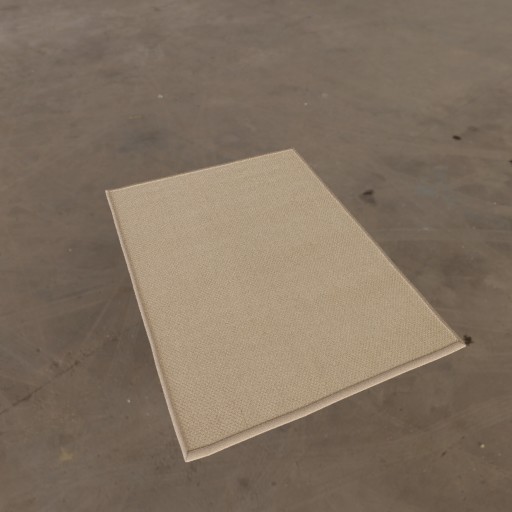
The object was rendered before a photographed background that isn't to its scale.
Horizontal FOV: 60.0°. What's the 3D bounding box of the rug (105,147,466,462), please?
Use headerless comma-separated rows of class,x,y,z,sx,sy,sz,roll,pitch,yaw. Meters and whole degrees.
rug,0.000,0.000,2.771,1.525,0.020,2.081,-17,48,-16
